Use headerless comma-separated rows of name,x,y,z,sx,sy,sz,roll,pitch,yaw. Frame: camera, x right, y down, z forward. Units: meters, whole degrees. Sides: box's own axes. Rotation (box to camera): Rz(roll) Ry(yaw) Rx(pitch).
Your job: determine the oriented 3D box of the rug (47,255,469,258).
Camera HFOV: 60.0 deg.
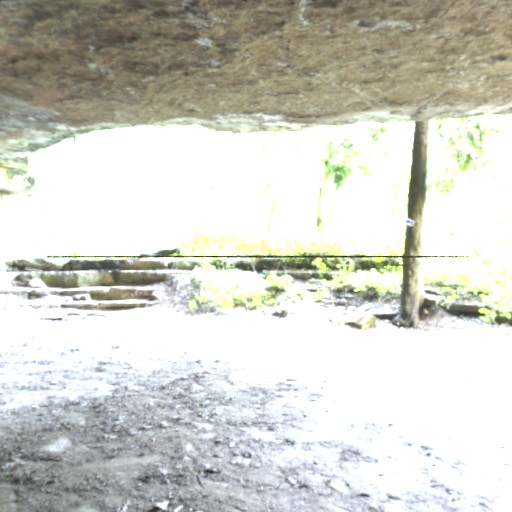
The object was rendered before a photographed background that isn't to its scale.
rug,0.000,0.000,4.182,2.439,0.015,3.274,0,0,-1
